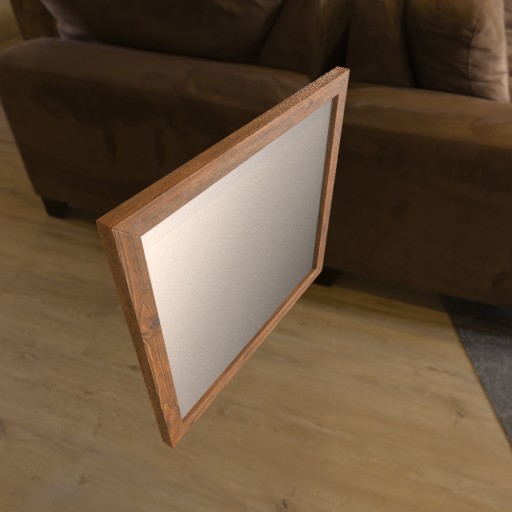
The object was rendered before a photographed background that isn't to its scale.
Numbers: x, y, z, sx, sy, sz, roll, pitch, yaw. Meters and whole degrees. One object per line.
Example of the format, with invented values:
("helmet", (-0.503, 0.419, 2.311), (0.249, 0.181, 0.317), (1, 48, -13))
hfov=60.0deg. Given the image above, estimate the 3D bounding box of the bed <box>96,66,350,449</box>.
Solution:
("bed", (0.000, 0.000, 1.497), (0.046, 0.942, 1.046), (25, 48, 25))
